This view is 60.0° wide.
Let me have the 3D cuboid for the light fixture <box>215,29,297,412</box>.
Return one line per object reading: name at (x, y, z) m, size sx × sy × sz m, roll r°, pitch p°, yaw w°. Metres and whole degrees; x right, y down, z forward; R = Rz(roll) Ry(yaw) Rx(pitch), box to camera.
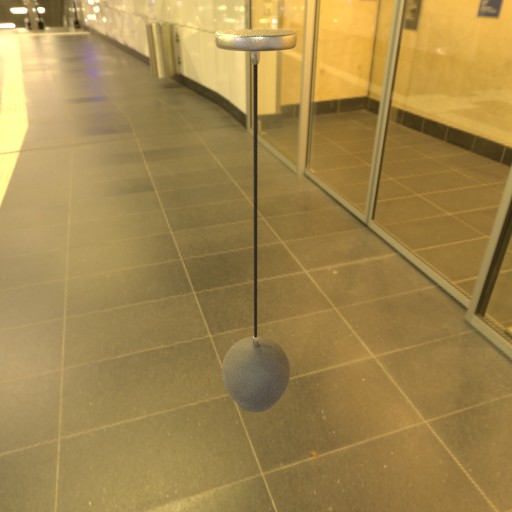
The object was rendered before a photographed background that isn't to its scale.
light fixture at (0.000, 0.000, 0.842) m, size 0.153 × 0.760 × 0.153 m, roll -22°, pitch 38°, yaw -32°
